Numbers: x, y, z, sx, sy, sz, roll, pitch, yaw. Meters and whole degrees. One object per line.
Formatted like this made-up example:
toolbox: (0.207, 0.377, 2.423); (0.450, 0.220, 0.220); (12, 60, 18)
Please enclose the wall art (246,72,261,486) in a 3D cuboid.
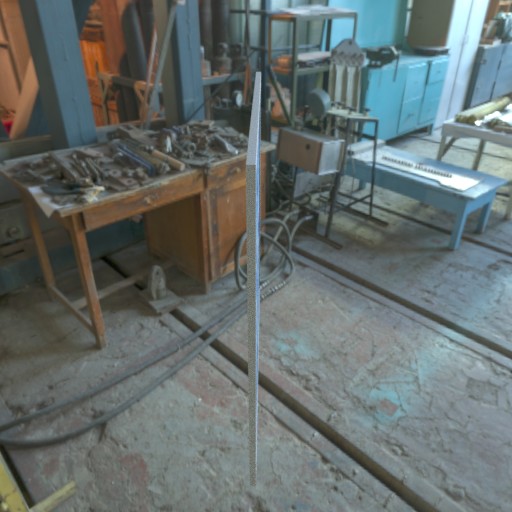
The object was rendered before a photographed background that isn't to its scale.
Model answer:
wall art: (0.000, 0.000, 1.210); (0.015, 0.812, 0.812); (1, 31, 1)
